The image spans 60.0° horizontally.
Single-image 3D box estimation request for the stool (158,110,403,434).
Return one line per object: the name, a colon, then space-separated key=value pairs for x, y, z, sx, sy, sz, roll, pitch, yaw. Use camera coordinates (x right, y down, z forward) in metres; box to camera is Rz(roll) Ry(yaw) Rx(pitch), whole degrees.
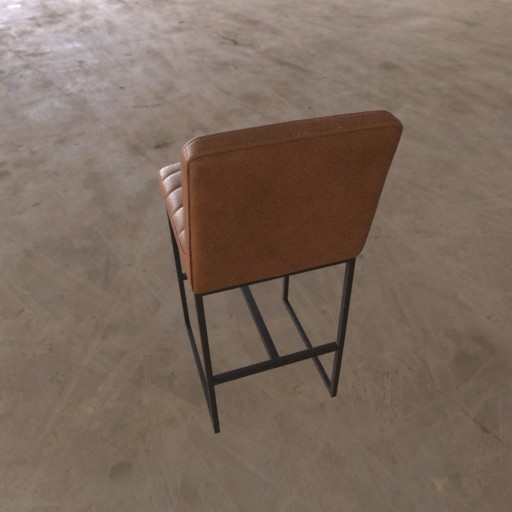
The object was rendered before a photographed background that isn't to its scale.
stool: x=0.000 y=0.000 z=1.320 sx=0.458 sy=1.040 sz=0.556 roll=-12 pitch=43 yaw=-14
